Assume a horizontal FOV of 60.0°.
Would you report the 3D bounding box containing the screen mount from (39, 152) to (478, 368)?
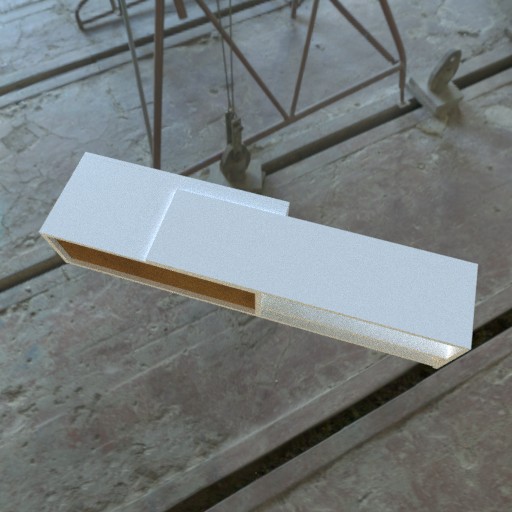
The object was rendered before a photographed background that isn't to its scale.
[{"bbox_3d":[0.000,0.000,1.875,1.680,0.320,0.420,15,65,7],"label":"screen mount"}]
